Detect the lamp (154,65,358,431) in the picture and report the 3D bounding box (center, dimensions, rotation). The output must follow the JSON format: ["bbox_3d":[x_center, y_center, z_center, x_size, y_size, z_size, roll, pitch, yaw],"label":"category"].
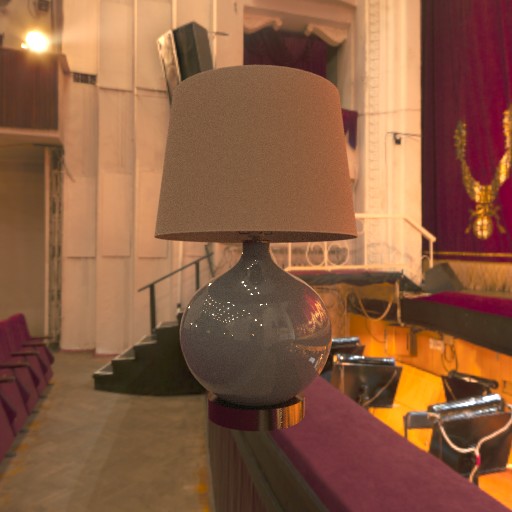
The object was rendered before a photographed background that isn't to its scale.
[{"bbox_3d":[0.000,0.000,0.550,0.247,0.387,0.247,0,-1,0],"label":"lamp"}]
